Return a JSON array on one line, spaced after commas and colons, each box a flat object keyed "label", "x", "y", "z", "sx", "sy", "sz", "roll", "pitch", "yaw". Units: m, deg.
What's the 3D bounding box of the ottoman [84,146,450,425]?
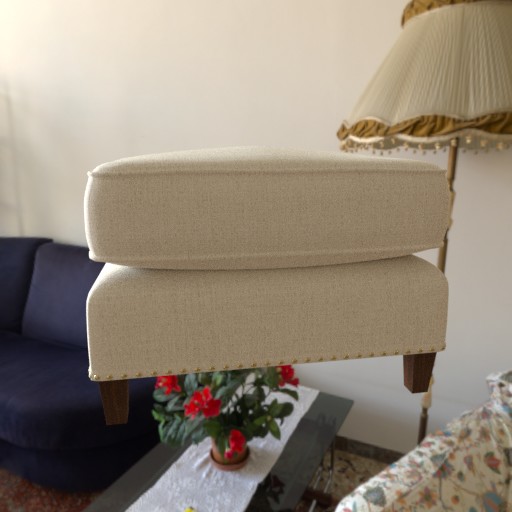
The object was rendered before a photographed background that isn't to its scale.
[{"label": "ottoman", "x": 0.000, "y": 0.000, "z": 1.114, "sx": 0.738, "sy": 0.537, "sz": 0.589, "roll": -2, "pitch": 14, "yaw": -10}]
